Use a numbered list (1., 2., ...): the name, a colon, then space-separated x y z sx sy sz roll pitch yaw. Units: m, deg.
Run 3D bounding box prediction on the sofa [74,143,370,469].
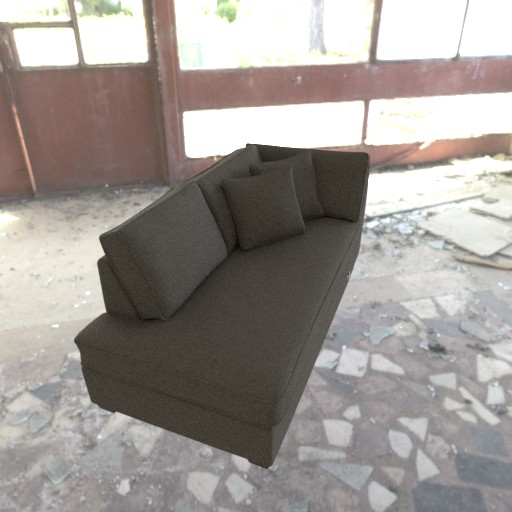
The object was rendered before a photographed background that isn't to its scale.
1. sofa: 0.000 0.000 2.898 1.110 1.033 2.237 12 32 19
